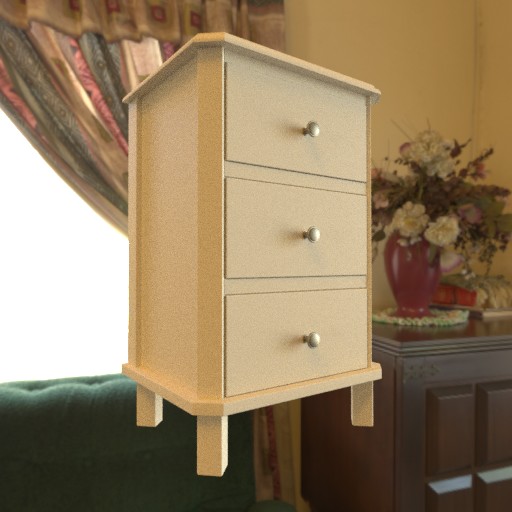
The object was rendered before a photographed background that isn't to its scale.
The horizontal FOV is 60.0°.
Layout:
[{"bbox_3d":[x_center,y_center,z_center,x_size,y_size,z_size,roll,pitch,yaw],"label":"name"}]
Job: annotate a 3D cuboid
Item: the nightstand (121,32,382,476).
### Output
[{"bbox_3d":[0.000,0.000,0.906,0.435,0.681,0.351,1,-1,-36],"label":"nightstand"}]
